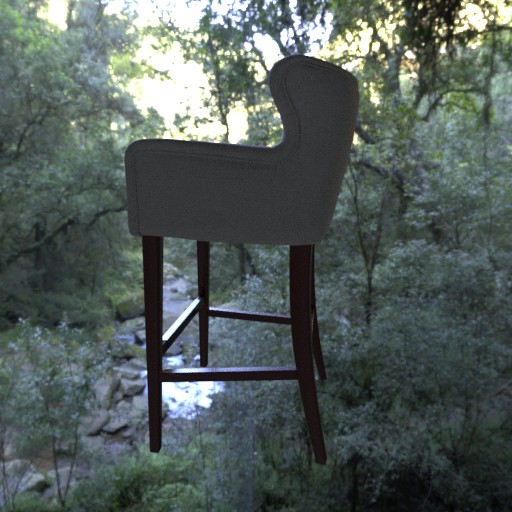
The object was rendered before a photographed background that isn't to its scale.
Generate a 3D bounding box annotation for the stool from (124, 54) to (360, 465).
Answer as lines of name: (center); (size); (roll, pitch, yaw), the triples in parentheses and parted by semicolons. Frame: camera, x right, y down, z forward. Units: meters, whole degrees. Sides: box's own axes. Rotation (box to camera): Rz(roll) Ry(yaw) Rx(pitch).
stool: (0.000, 0.000, 1.340); (0.563, 1.034, 0.556); (2, 14, 9)
